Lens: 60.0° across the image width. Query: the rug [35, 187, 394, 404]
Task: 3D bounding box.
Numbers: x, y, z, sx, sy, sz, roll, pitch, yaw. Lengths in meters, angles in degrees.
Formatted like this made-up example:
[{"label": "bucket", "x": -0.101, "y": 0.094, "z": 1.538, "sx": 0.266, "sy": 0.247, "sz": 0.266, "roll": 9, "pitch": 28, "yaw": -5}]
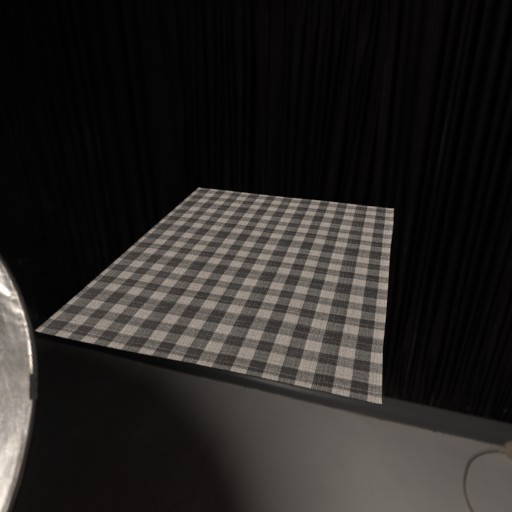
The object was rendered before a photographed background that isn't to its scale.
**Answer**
[{"label": "rug", "x": 0.000, "y": 0.000, "z": 4.149, "sx": 2.432, "sy": 0.013, "sz": 3.021, "roll": 8, "pitch": 30, "yaw": 14}]
